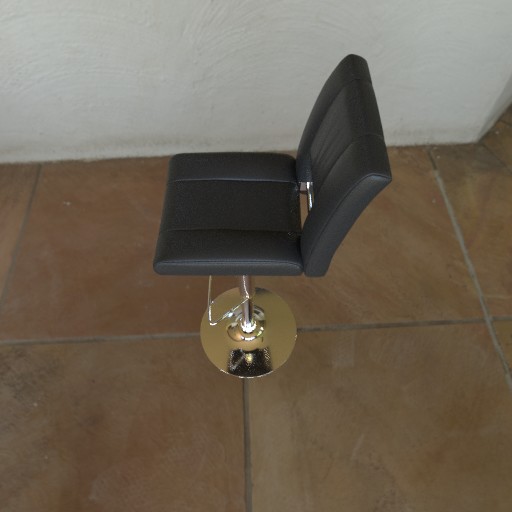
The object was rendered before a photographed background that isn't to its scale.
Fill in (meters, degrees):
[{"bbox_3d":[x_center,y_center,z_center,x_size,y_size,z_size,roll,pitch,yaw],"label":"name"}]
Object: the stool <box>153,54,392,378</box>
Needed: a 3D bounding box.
[{"bbox_3d":[0.000,0.000,1.399,0.520,1.151,0.415,0,57,0],"label":"stool"}]
